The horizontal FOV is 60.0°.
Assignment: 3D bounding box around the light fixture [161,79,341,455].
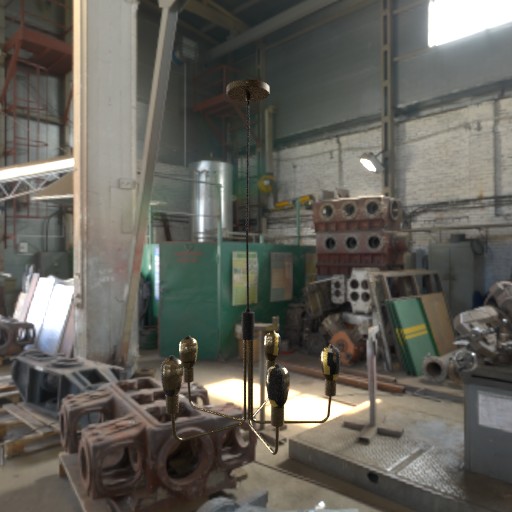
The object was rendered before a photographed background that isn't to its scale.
[{"bbox_3d":[0.000,0.000,1.411,0.532,1.059,0.588,0,0,0],"label":"light fixture"}]
